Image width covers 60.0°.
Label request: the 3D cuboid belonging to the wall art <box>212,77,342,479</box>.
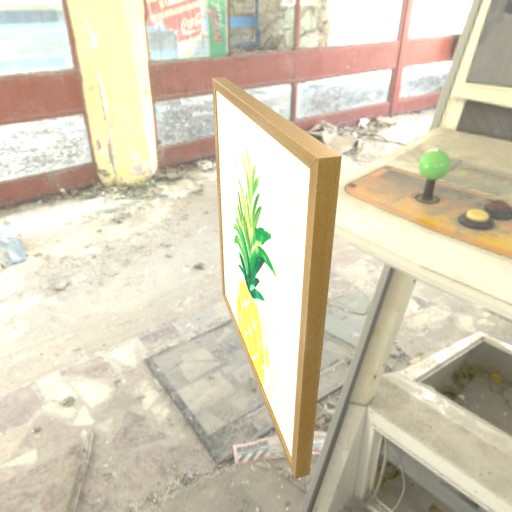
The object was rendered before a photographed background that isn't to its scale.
[{"bbox_3d":[0.000,0.000,1.151,0.037,0.760,0.762,-8,31,-14],"label":"wall art"}]
